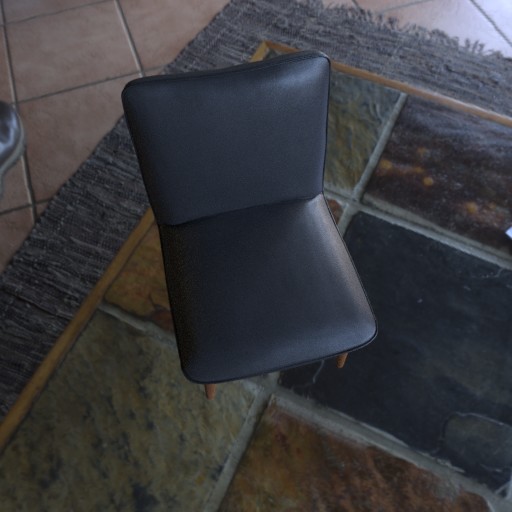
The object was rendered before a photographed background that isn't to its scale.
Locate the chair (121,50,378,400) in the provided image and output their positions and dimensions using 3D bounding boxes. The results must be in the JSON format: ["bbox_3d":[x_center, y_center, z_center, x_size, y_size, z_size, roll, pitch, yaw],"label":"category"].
[{"bbox_3d":[0.000,0.000,1.219,0.543,0.801,0.645,-16,64,-8],"label":"chair"}]
